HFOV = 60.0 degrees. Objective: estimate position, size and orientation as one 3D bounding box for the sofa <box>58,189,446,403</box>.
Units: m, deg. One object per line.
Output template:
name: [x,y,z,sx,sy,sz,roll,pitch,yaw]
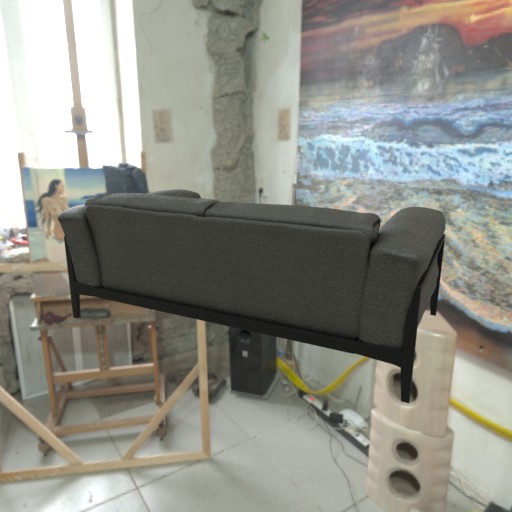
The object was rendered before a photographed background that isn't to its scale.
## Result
sofa: [0.000,0.000,2.222,1.690,0.656,0.960,8,17,26]
